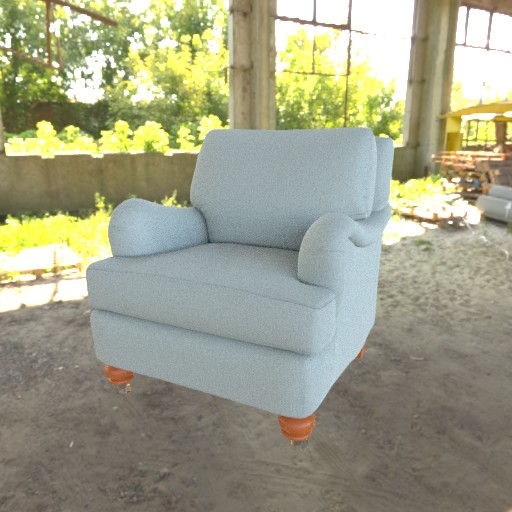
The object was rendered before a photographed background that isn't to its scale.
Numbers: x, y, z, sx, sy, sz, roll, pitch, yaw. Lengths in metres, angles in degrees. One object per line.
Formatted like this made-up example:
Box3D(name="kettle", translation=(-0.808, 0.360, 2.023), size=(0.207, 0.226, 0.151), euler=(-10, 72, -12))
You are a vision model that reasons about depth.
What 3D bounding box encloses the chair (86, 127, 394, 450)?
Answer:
Box3D(name="chair", translation=(0.000, 0.000, 1.850), size=(0.955, 1.038, 1.070), euler=(7, 16, 26))
